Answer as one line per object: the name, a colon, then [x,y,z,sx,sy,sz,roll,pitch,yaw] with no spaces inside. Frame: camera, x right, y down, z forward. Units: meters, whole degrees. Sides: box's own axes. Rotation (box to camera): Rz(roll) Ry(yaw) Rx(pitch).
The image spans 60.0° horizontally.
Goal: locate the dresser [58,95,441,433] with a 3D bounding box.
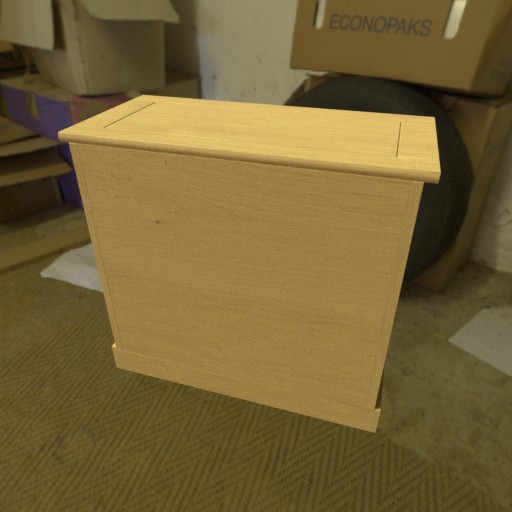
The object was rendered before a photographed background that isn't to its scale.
dresser: [0.000,0.000,1.407,0.915,0.835,0.440,9,34,14]
